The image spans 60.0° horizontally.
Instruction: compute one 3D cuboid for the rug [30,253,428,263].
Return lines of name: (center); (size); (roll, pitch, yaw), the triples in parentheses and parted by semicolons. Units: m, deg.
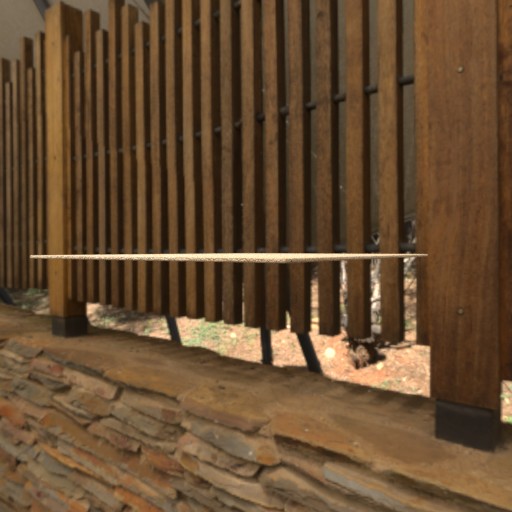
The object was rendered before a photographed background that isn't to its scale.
rug: (0.000, 0.000, 4.167); (2.400, 0.025, 3.000); (0, 1, 34)
